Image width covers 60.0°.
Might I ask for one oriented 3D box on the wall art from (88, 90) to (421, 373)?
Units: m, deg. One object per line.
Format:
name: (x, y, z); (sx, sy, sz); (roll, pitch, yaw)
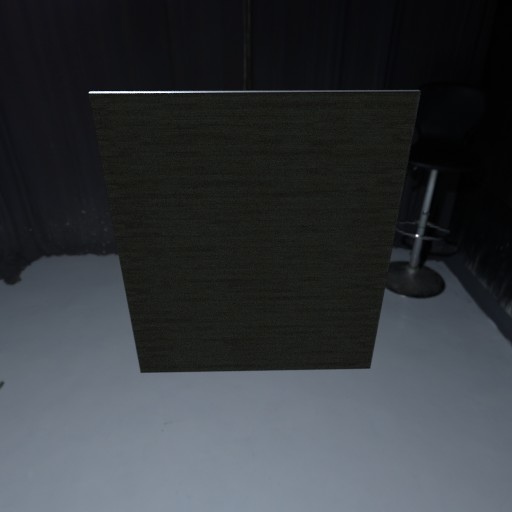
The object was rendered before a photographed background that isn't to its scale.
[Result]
wall art: (0.000, 0.000, 0.789); (0.483, 0.559, 0.009); (-1, 31, -1)
